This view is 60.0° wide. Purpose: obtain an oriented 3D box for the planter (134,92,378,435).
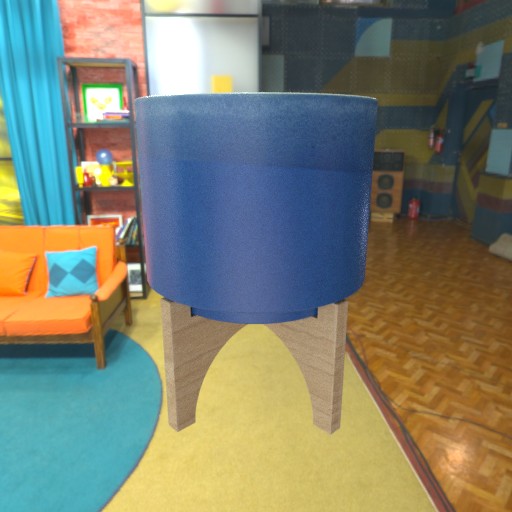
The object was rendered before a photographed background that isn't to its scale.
[{"bbox_3d":[0.000,0.000,0.398,0.192,0.263,0.192,0,16,0],"label":"planter"}]
